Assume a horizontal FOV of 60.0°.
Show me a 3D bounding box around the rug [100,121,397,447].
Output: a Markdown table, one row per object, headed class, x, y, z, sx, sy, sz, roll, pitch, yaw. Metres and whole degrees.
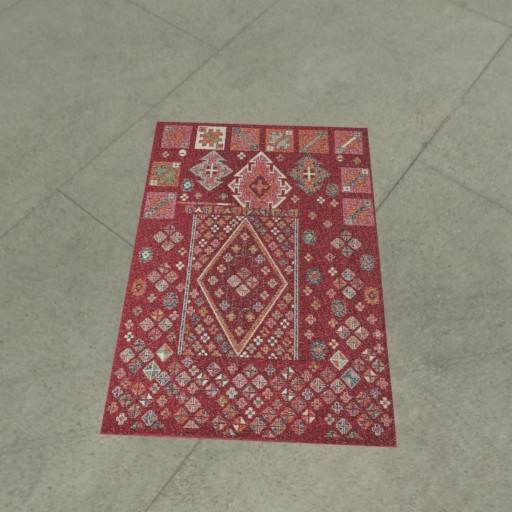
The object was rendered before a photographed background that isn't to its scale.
| class | x | y | z | sx | sy | sz | roll | pitch | yaw |
| --- | --- | --- | --- | --- | --- | --- | --- | --- | --- |
| rug | 0.000 | 0.000 | 2.829 | 1.579 | 0.007 | 2.184 | 2 | 64 | 1 |
